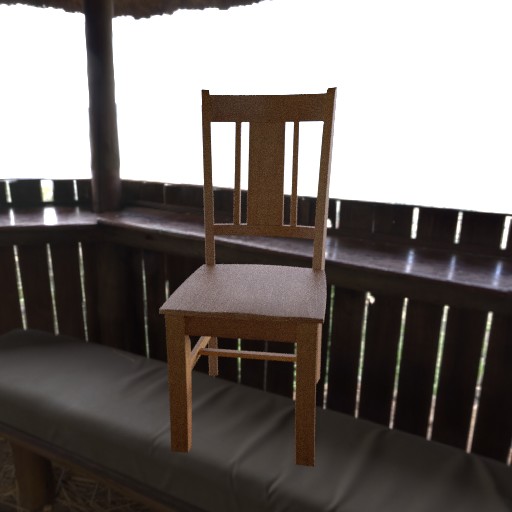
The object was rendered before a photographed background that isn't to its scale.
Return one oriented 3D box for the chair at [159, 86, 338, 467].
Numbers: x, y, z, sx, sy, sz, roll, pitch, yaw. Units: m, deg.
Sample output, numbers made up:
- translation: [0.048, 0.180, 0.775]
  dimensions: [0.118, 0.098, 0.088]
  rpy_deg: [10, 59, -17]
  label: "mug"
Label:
- translation: [0.000, 0.000, 1.328]
  dimensions: [0.450, 0.998, 0.556]
  rpy_deg: [2, 15, 9]
  label: "chair"
